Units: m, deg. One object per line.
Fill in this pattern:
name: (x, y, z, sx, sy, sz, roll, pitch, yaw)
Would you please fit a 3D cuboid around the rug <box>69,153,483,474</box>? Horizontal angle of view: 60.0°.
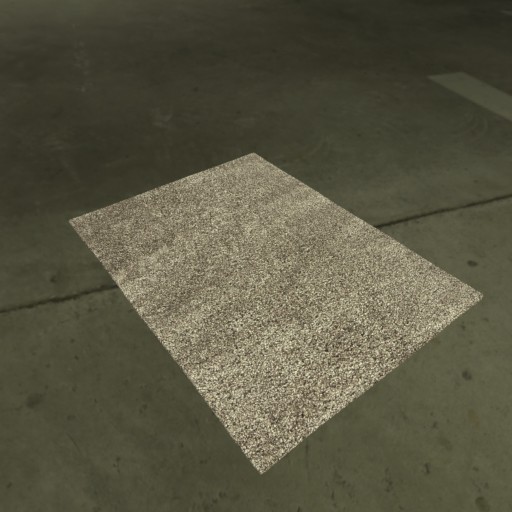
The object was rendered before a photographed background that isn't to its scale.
rug: (0.000, 0.000, 2.077, 1.198, 0.025, 1.601, -27, 47, -28)
